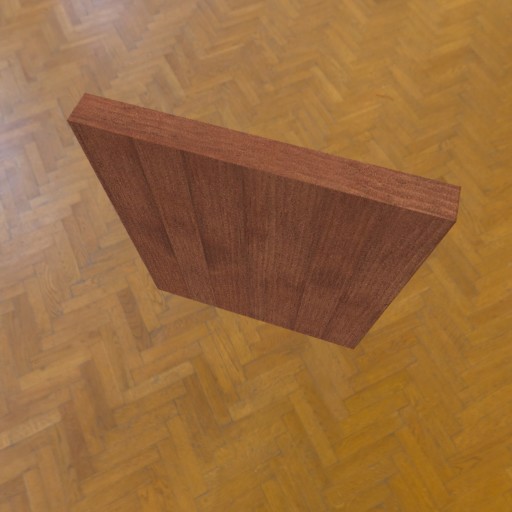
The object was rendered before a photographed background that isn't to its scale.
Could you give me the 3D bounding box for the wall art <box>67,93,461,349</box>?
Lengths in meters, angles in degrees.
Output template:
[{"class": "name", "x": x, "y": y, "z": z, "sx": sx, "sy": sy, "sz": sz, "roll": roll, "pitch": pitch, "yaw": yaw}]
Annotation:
[{"class": "wall art", "x": 0.000, "y": 0.000, "z": 0.620, "sx": 0.377, "sy": 0.449, "sz": 0.039, "roll": 16, "pitch": 65, "yaw": 8}]
